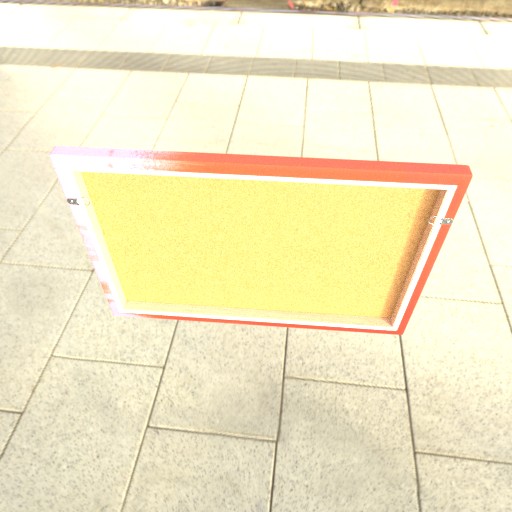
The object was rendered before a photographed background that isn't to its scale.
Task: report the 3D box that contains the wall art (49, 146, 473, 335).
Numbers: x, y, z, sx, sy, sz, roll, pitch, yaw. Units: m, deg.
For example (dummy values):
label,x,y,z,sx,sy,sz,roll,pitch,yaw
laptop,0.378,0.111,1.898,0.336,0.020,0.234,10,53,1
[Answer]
label,x,y,z,sx,sy,sz,roll,pitch,yaw
wall art,0.000,0.000,1.180,0.913,0.609,0.040,3,47,3
